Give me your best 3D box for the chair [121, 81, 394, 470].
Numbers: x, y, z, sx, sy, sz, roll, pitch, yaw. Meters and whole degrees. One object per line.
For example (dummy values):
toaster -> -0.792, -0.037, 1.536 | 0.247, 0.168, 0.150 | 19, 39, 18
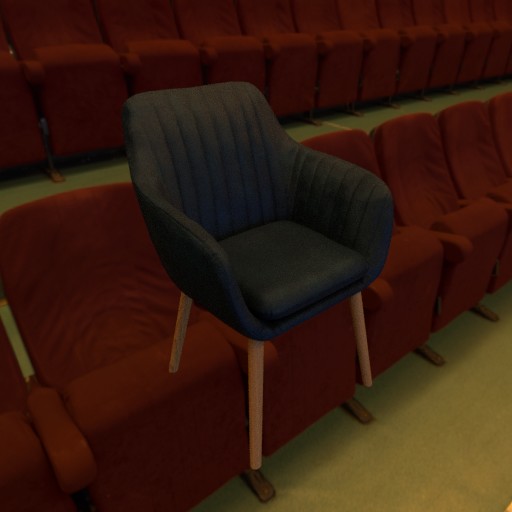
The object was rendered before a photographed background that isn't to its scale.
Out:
chair -> 0.000, 0.000, 1.227 | 0.578, 0.826, 0.573 | -22, 36, -33
